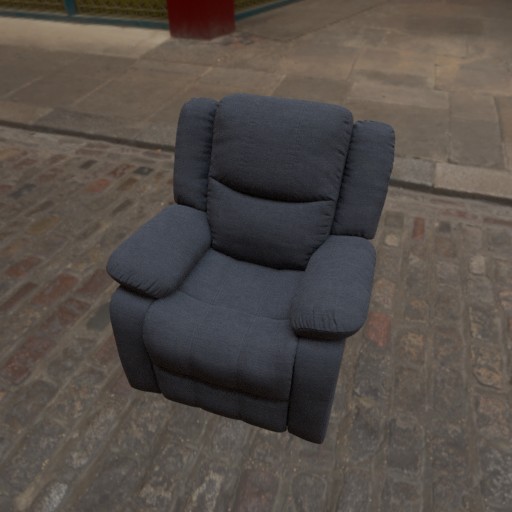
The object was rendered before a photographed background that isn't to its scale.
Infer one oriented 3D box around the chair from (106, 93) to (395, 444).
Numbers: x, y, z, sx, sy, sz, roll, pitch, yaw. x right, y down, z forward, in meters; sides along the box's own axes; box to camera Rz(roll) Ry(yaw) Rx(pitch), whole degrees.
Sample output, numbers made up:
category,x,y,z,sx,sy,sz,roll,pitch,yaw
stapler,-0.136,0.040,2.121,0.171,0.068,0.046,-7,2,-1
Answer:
category,x,y,z,sx,sy,sz,roll,pitch,yaw
chair,0.000,0.000,1.732,0.899,1.008,0.944,12,42,13
